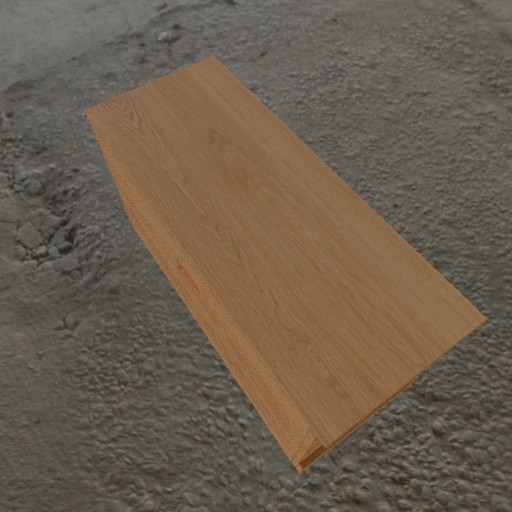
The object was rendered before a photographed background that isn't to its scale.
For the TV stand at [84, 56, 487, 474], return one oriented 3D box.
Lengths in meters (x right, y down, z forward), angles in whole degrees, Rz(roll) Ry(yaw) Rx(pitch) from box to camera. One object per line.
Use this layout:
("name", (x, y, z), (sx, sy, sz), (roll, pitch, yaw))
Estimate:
("TV stand", (0.000, 0.000, 1.326), (0.440, 0.550, 1.080), (-31, 64, -17))
